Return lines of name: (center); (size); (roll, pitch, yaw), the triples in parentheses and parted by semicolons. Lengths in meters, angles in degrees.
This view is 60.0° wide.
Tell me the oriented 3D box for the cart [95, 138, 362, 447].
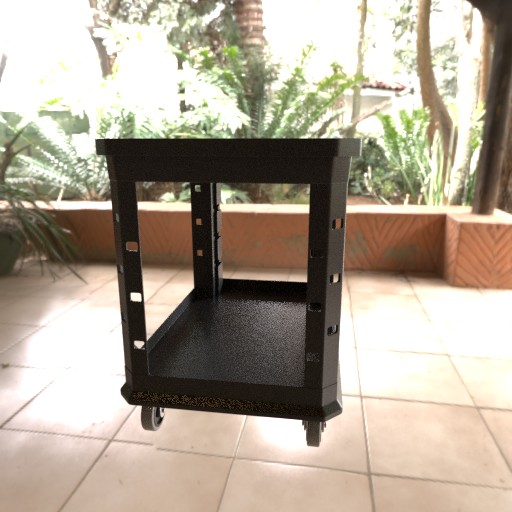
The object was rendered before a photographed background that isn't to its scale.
cart: (0.000, 0.000, 1.735); (0.674, 0.884, 1.239); (2, 15, 8)
